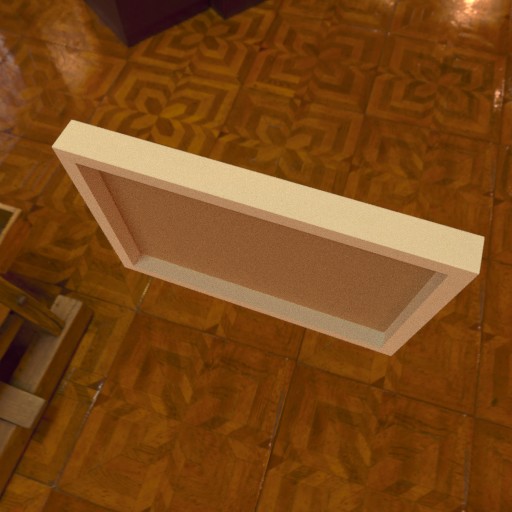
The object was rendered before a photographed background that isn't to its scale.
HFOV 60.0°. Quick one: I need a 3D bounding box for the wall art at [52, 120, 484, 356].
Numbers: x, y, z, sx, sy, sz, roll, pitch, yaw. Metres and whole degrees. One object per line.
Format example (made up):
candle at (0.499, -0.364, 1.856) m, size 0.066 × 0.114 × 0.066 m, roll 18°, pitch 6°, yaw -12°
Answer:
wall art at (0.000, 0.000, 0.497) m, size 0.384 × 0.254 × 0.039 m, roll 18°, pitch 64°, yaw 9°
